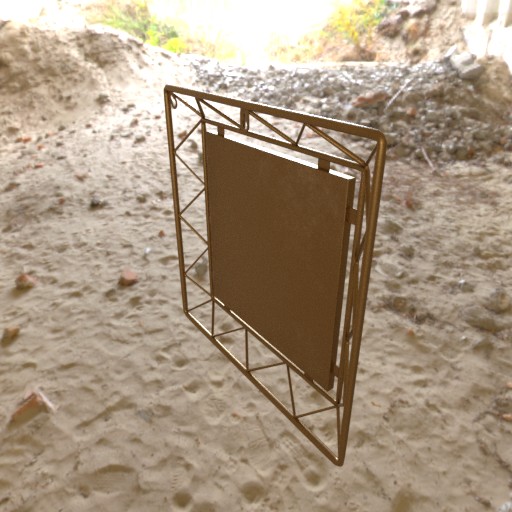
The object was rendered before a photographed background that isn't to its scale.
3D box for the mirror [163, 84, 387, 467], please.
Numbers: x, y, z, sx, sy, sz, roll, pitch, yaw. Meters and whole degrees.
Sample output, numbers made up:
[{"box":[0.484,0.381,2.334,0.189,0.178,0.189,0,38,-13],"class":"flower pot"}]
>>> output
[{"box":[0.000,0.000,0.614,0.046,0.414,0.416,-18,33,-31],"class":"mirror"}]
